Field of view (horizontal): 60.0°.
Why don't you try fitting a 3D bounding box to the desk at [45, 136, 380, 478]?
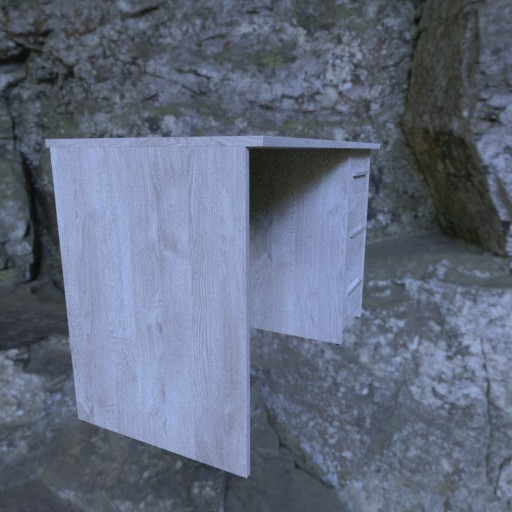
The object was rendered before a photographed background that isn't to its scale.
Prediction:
[{"bbox_3d":[0.000,0.000,1.477,0.560,0.735,1.097,6,15,25],"label":"desk"}]
